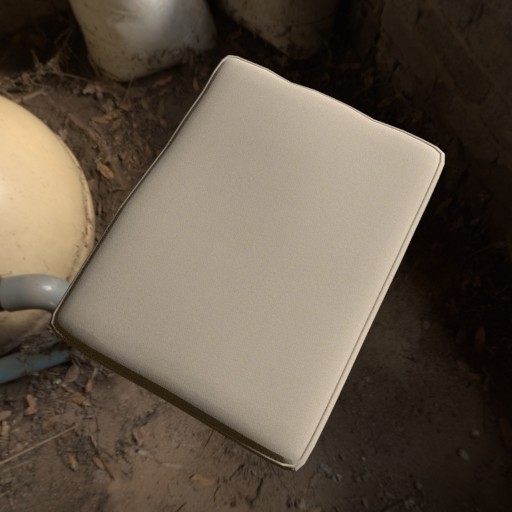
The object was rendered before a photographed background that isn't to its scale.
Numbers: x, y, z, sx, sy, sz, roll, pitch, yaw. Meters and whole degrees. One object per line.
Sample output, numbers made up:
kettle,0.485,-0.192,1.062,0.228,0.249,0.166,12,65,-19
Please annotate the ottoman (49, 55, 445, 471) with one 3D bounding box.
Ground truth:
ottoman,0.000,0.000,1.177,0.634,0.485,0.818,27,76,8
